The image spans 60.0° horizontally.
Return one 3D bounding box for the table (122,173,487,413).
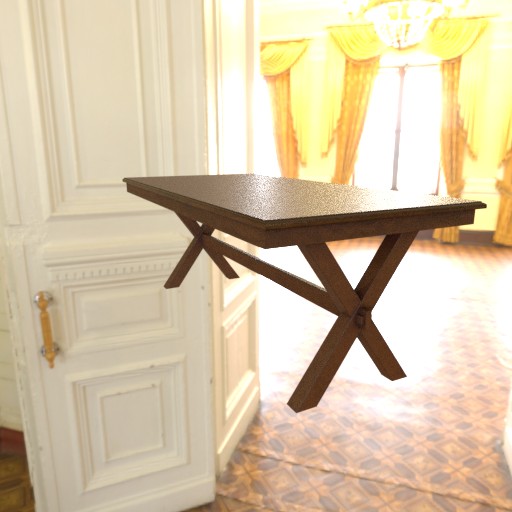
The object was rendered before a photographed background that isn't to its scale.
[{"bbox_3d":[0.000,0.000,1.473,0.594,0.459,1.197,-7,16,-27],"label":"table"}]
